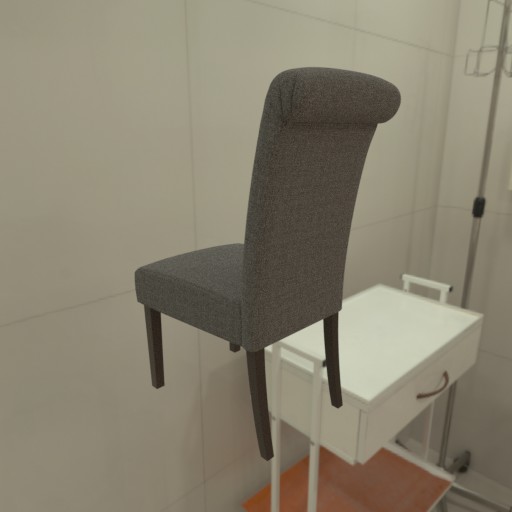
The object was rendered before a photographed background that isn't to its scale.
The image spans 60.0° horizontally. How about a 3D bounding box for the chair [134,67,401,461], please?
[{"bbox_3d":[0.000,0.000,1.349,0.671,1.006,0.456,16,22,43],"label":"chair"}]
